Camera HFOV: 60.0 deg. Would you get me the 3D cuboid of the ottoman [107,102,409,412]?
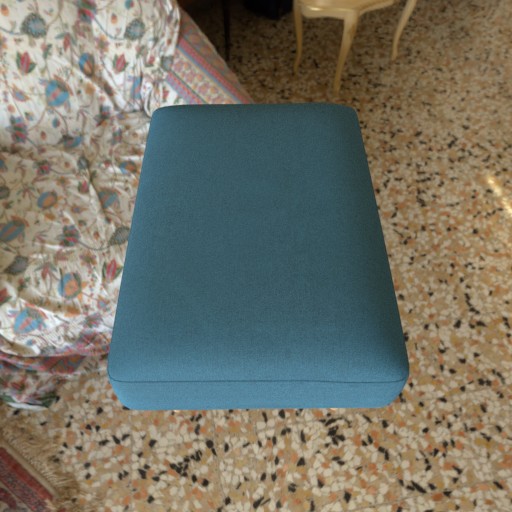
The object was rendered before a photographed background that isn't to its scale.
[{"bbox_3d":[0.000,0.000,1.087,0.549,0.428,0.749,-1,56,0],"label":"ottoman"}]
